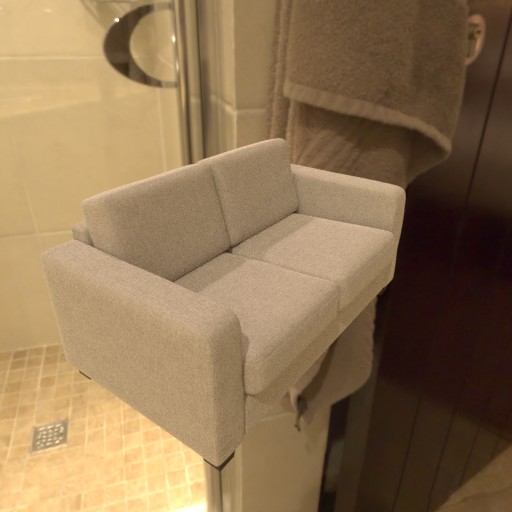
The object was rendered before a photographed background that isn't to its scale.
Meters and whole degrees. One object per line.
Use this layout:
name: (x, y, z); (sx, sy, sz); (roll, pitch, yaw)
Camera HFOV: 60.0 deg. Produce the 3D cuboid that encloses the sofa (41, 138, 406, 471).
sofa: (0.000, 0.000, 2.029); (0.900, 0.800, 1.540); (19, 33, 32)
